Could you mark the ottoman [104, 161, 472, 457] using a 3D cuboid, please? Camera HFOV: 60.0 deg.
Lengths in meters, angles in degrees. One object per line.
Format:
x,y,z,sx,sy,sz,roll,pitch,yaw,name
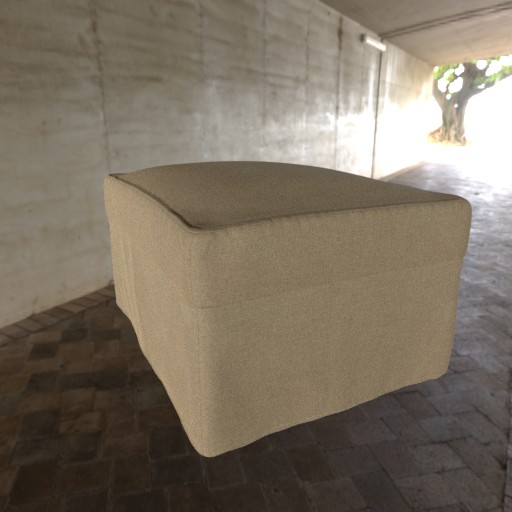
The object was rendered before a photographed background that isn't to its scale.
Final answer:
0.000,0.000,1.209,0.650,0.485,0.833,-9,19,-26,ottoman
